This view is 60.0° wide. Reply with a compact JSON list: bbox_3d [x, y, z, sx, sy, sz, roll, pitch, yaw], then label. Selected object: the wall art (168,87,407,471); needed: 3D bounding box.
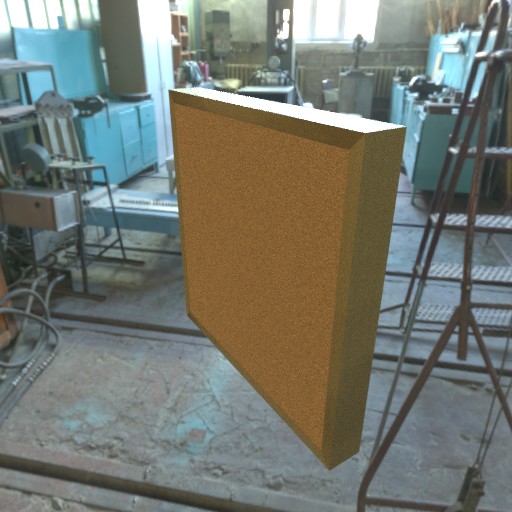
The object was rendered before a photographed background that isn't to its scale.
[{"bbox_3d":[0.000,0.000,0.464,0.038,0.305,0.304,-16,30,-29],"label":"wall art"}]
